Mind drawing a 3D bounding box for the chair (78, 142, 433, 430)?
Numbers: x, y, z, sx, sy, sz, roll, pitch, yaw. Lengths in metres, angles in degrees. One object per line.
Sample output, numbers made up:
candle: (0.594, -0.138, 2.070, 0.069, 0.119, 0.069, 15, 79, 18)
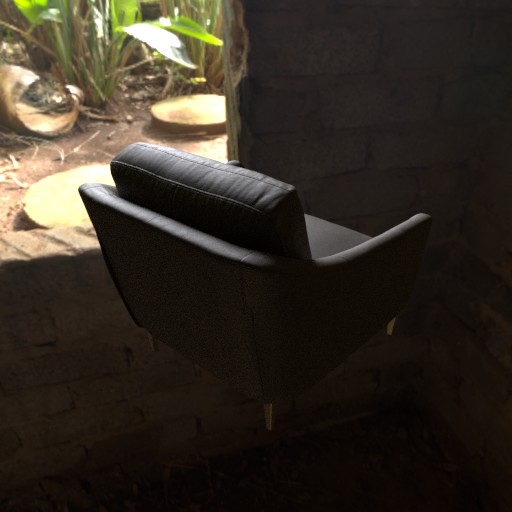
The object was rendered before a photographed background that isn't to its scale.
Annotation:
chair: (0.000, 0.000, 1.694, 0.988, 0.901, 0.961, 23, 39, 32)
